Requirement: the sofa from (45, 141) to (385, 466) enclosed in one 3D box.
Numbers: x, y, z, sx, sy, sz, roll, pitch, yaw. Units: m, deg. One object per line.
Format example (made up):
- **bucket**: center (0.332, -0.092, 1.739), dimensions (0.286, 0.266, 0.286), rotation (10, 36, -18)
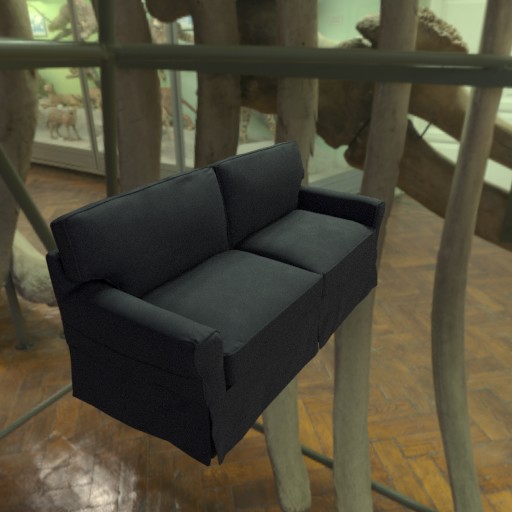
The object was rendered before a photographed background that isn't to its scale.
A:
- **sofa**: center (0.000, 0.000, 2.822), dimensions (0.983, 1.094, 2.256), rotation (16, 30, 30)
